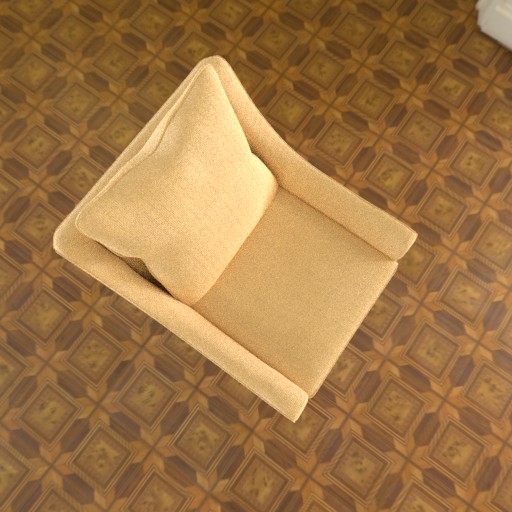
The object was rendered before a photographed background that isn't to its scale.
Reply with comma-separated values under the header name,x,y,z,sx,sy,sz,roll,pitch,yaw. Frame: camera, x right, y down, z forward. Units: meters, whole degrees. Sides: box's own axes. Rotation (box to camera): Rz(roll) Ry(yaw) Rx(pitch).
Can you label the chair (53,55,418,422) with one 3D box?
name,x,y,z,sx,sy,sz,roll,pitch,yaw
chair,0.000,0.000,1.556,0.876,0.927,0.760,35,79,8
